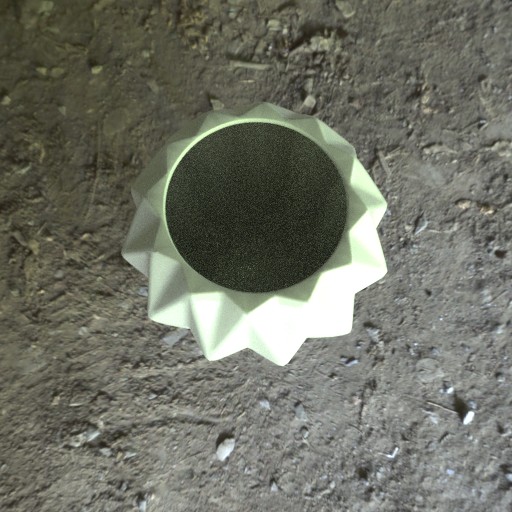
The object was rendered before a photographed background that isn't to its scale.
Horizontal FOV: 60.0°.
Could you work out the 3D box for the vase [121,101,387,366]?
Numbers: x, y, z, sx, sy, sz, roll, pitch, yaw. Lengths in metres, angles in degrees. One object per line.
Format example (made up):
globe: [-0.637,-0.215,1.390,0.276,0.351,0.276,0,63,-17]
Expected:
vase: [0.000,0.000,0.398,0.195,0.275,0.195,0,76,0]
